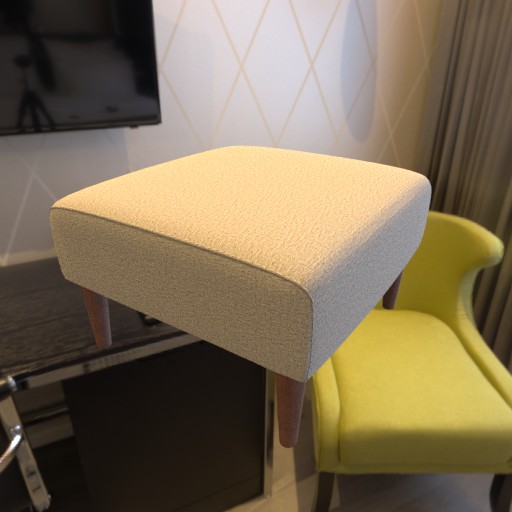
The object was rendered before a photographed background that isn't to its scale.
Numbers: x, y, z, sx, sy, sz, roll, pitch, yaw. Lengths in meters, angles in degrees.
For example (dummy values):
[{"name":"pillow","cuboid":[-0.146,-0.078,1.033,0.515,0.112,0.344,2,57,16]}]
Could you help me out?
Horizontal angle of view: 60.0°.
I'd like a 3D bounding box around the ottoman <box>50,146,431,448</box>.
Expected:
[{"name":"ottoman","cuboid":[0.000,0.000,1.067,0.649,0.398,0.650,16,31,30]}]
